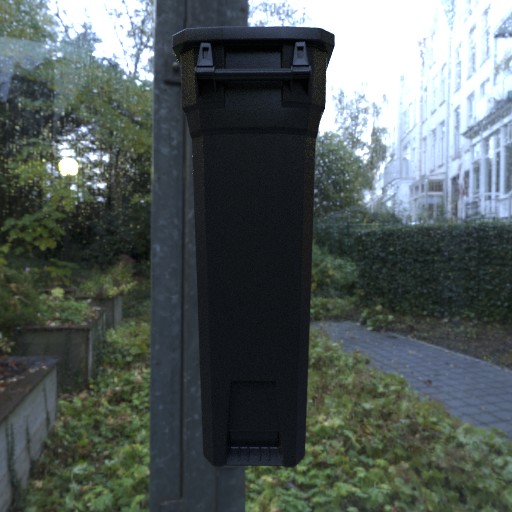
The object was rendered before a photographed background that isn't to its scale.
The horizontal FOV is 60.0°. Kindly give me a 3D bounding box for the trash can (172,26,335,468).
[{"bbox_3d":[0.000,0.000,1.005,0.281,0.762,0.559,0,0,1],"label":"trash can"}]
